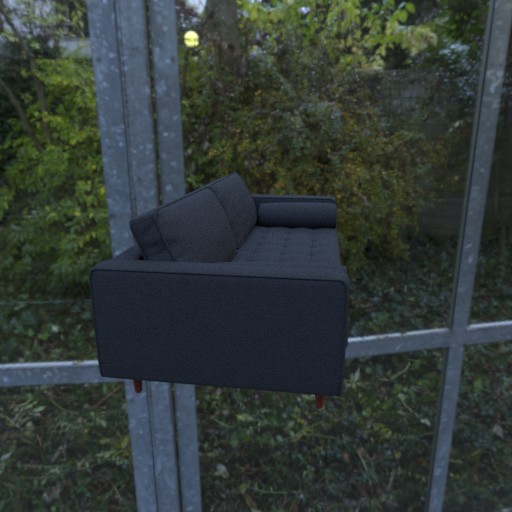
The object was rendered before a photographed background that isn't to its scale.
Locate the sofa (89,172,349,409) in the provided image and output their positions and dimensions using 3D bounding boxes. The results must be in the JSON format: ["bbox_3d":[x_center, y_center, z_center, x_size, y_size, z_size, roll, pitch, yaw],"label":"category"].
[{"bbox_3d":[0.000,0.000,2.401,0.914,0.759,1.875,2,16,8],"label":"sofa"}]
